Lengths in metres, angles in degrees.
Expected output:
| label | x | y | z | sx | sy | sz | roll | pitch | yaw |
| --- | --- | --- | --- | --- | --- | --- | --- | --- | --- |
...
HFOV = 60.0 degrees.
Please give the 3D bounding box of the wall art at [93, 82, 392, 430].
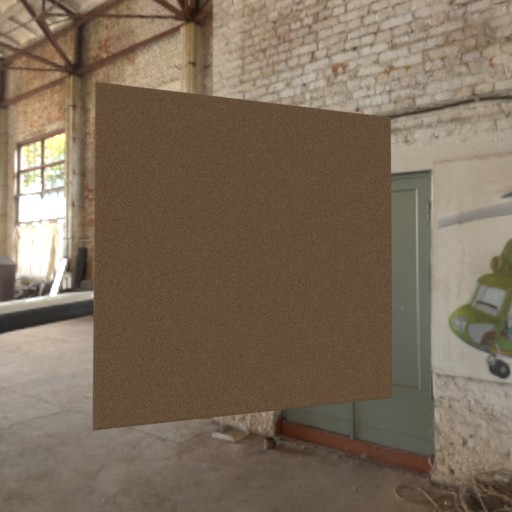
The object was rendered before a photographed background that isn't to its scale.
| label | x | y | z | sx | sy | sz | roll | pitch | yaw |
| --- | --- | --- | --- | --- | --- | --- | --- | --- | --- |
| wall art | 0.000 | 0.000 | 1.093 | 0.749 | 0.751 | 0.050 | 0 | -1 | -18 |
